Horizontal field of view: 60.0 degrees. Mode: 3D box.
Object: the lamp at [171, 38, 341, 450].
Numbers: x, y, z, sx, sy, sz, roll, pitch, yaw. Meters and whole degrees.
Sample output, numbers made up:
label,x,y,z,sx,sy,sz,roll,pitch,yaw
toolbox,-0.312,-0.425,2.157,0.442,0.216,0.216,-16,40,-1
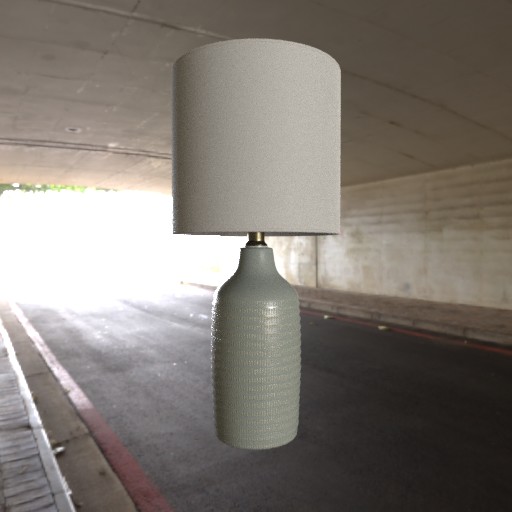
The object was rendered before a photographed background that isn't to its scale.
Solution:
label,x,y,z,sx,sy,sz,roll,pitch,yaw
lamp,0.000,0.000,0.593,0.220,0.475,0.220,0,1,0
